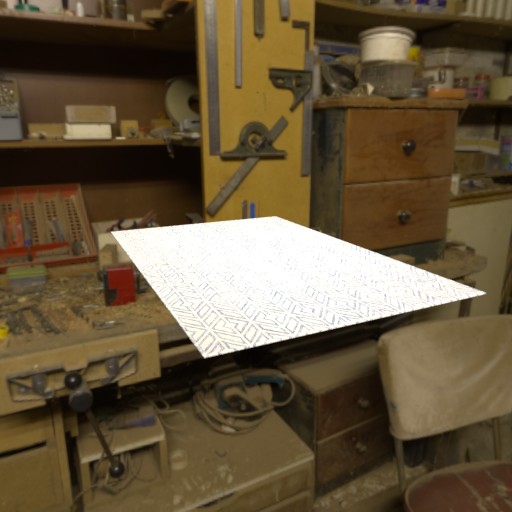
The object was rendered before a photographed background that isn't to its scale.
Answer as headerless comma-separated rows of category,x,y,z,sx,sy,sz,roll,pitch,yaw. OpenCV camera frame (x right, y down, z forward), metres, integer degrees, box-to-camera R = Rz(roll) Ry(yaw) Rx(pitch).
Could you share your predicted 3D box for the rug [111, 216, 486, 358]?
rug,0.000,0.000,2.355,1.220,0.008,1.824,-8,18,-25
